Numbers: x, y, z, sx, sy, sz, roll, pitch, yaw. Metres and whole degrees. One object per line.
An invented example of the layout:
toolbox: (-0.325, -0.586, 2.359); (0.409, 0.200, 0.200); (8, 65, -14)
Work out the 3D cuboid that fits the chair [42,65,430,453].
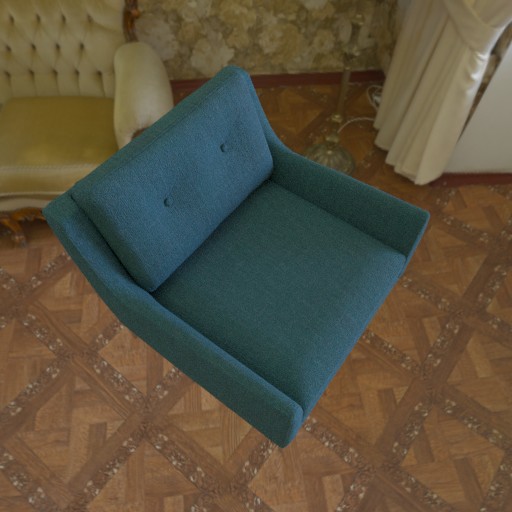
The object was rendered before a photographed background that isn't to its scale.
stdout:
chair: (0.000, 0.000, 1.513); (0.849, 0.828, 0.847); (32, 63, 19)
